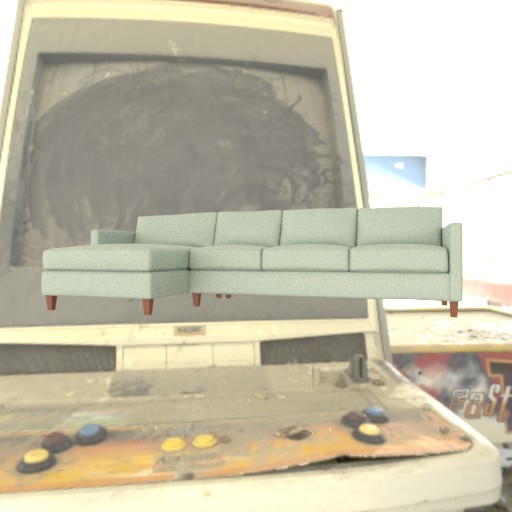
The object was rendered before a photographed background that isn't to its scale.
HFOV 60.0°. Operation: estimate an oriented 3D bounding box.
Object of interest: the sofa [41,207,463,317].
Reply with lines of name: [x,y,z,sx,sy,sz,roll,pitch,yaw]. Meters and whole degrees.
sofa: [0.000,0.000,4.081,3.470,0.953,1.600,0,0,18]
